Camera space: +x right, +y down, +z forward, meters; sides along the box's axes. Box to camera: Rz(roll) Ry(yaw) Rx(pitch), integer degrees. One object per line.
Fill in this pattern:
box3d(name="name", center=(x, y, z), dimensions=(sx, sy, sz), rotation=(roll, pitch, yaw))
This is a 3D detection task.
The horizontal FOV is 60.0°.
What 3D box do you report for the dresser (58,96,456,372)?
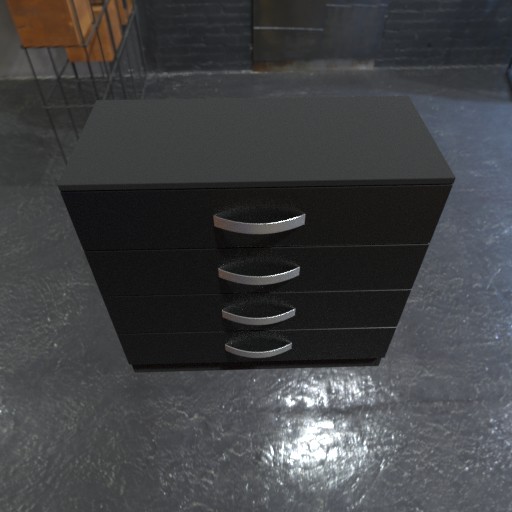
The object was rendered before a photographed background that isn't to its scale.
box3d(name="dresser", center=(0.000, 0.000, 1.198), dimensions=(0.750, 0.720, 0.360), rotation=(-1, 46, -1))
